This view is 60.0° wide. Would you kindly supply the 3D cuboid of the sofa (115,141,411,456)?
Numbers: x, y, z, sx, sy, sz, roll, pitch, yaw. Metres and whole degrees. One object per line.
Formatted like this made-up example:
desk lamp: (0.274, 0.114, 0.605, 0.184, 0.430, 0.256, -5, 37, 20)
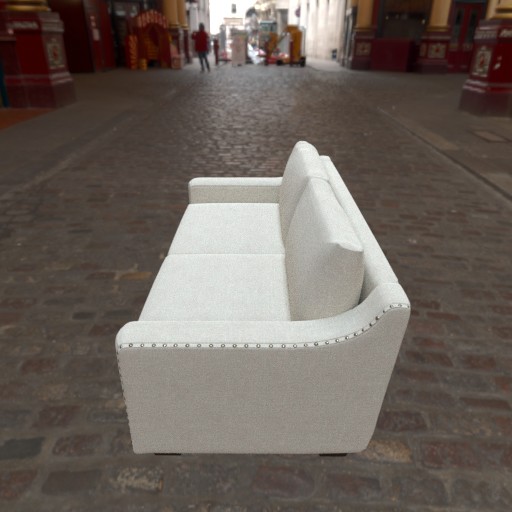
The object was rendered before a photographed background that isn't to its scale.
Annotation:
sofa: (0.000, 0.000, 2.621, 1.104, 0.983, 2.107, 0, 27, 0)
